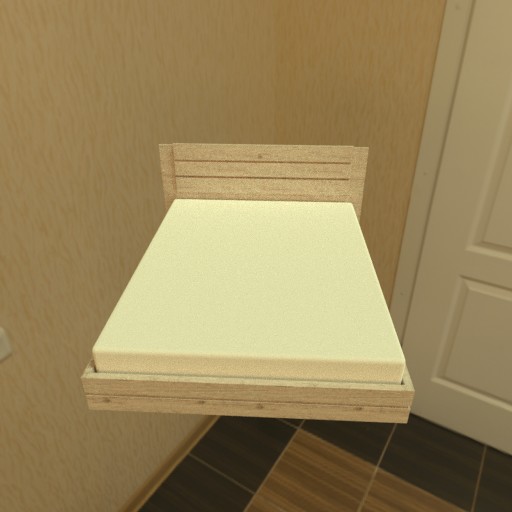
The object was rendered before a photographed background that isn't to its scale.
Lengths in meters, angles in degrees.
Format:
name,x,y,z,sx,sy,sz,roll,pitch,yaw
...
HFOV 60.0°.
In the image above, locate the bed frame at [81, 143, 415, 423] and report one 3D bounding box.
name,x,y,z,sx,sy,sz,roll,pitch,yaw
bed frame,0.000,0.000,3.041,1.750,0.970,2.080,2,30,3
